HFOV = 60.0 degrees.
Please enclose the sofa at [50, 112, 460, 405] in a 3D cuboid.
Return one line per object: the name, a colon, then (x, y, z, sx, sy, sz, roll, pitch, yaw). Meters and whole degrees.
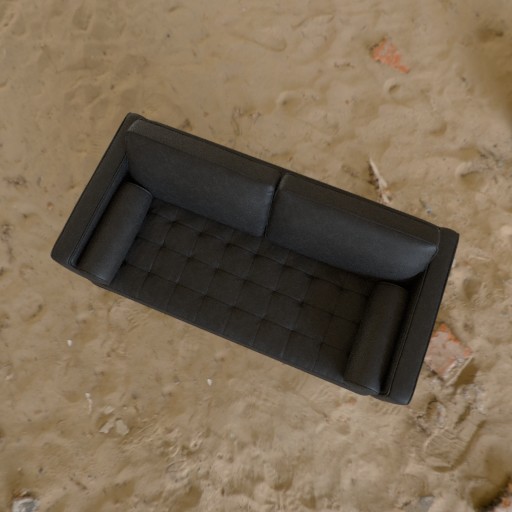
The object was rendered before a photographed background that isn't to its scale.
sofa: (0.000, 0.000, 2.371, 1.879, 0.770, 0.921, 21, 76, 6)
